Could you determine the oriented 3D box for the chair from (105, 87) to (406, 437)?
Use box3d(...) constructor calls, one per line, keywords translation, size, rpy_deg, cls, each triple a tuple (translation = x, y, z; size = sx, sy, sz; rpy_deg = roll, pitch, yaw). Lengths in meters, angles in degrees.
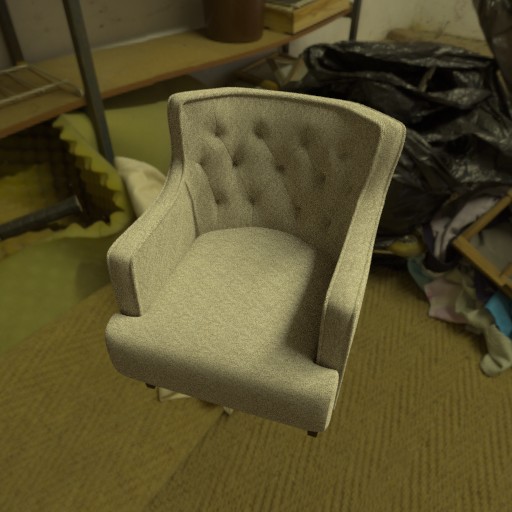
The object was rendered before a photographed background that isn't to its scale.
box3d(translation=(0.000, 0.000, 1.642), size=(0.820, 0.920, 0.910), rpy_deg=(12, 43, 13), cls="chair")
